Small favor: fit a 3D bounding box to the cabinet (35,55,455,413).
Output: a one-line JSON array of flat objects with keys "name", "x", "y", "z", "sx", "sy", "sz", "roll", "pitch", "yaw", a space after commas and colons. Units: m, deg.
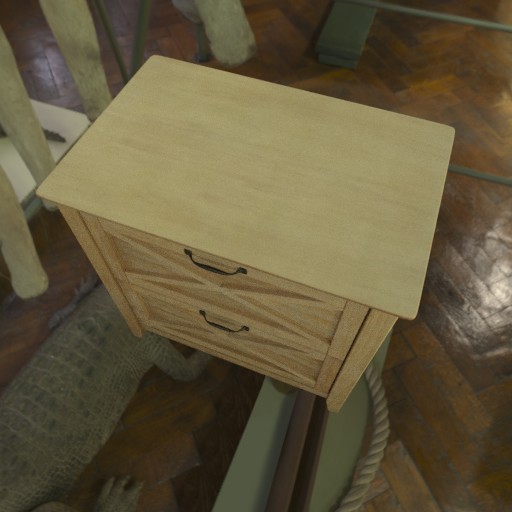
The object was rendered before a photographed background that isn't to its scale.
[{"name": "cabinet", "x": 0.000, "y": 0.000, "z": 1.256, "sx": 0.763, "sy": 0.762, "sz": 0.503, "roll": 18, "pitch": 59, "yaw": 11}]
